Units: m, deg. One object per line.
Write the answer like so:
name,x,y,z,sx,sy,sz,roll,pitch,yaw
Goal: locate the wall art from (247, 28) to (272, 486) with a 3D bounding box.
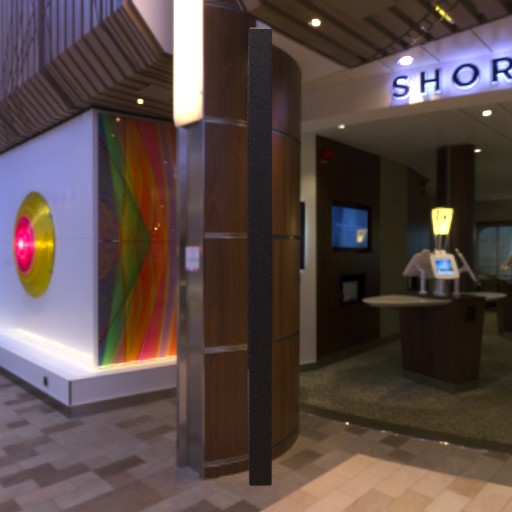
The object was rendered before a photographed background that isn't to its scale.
wall art,0.000,0.000,0.768,0.028,0.559,0.457,0,1,-1
